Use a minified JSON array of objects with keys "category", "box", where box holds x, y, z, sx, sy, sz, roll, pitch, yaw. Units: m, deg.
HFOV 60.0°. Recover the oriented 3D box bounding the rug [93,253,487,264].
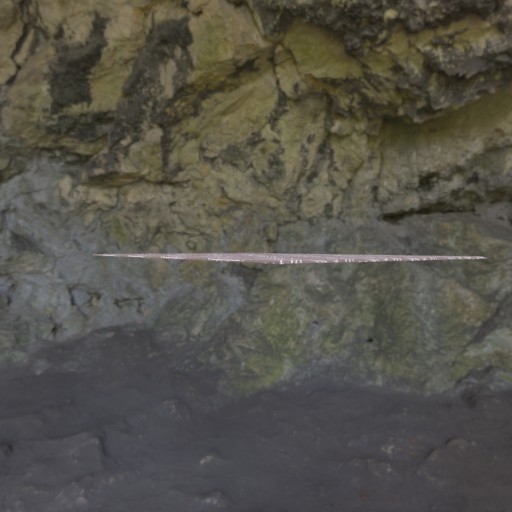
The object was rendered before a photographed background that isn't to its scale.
[{"category":"rug","box":[0.000,0.000,3.113,1.541,0.012,2.457,-1,1,-36]}]
